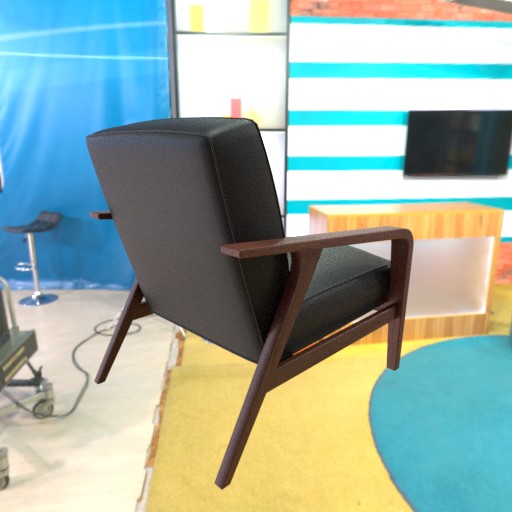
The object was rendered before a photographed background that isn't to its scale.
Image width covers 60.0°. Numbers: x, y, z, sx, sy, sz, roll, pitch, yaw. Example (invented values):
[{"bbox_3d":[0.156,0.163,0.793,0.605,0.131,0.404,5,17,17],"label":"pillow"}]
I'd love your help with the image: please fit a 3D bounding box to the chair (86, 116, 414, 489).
[{"bbox_3d":[0.000,0.000,1.478,0.889,0.861,0.719,-14,20,-42],"label":"chair"}]
